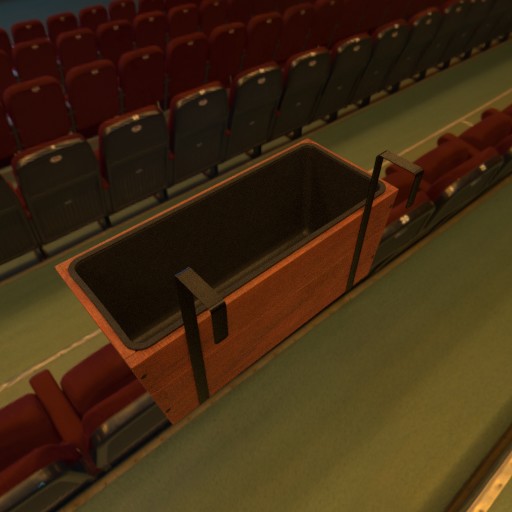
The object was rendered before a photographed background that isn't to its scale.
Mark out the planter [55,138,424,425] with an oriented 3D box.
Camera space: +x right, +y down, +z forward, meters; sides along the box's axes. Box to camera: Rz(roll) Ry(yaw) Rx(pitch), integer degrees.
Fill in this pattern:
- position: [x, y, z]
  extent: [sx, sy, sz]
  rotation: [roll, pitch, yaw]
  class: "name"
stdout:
- position: [0.000, 0.000, 0.656]
  extent: [0.480, 0.289, 0.262]
  rotation: [-32, 54, -27]
  class: "planter"
